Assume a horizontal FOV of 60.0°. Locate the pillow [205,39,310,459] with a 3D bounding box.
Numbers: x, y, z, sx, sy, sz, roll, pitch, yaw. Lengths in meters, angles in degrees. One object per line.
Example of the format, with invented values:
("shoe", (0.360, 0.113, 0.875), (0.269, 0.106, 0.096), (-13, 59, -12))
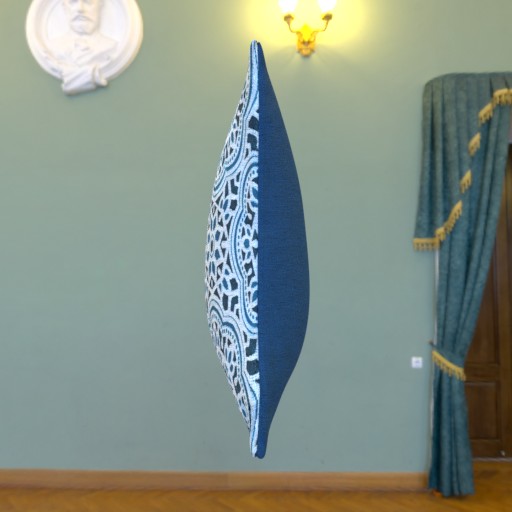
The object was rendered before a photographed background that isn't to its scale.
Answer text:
("pillow", (0.000, 0.000, 0.655), (0.145, 0.420, 0.440), (0, -3, 0))
